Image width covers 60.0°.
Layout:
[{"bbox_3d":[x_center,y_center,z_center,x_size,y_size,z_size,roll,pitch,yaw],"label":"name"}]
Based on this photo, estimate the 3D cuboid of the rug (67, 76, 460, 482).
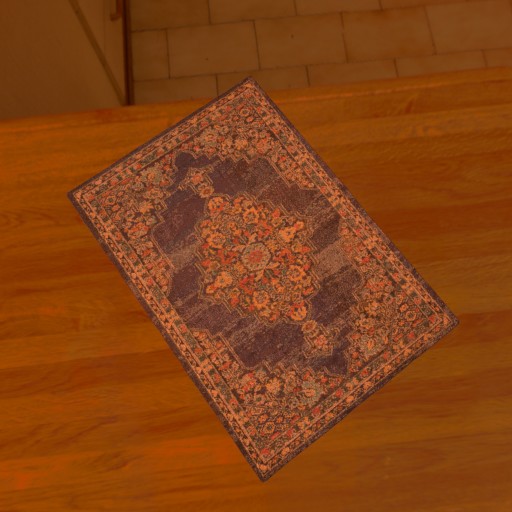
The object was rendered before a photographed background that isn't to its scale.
[{"bbox_3d":[0.000,0.000,3.807,2.053,0.011,2.940,-36,78,-8],"label":"rug"}]
